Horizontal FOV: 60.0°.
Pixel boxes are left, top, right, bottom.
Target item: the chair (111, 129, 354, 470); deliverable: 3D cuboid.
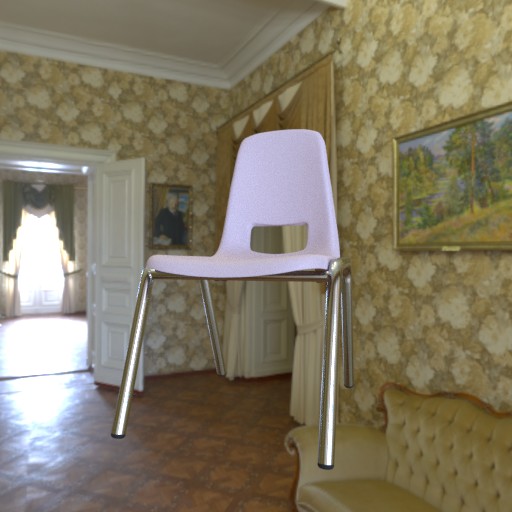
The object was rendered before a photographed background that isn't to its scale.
[{"bbox_3d":[0.000,0.000,0.848,0.354,0.586,0.423,0,0,18],"label":"chair"}]
